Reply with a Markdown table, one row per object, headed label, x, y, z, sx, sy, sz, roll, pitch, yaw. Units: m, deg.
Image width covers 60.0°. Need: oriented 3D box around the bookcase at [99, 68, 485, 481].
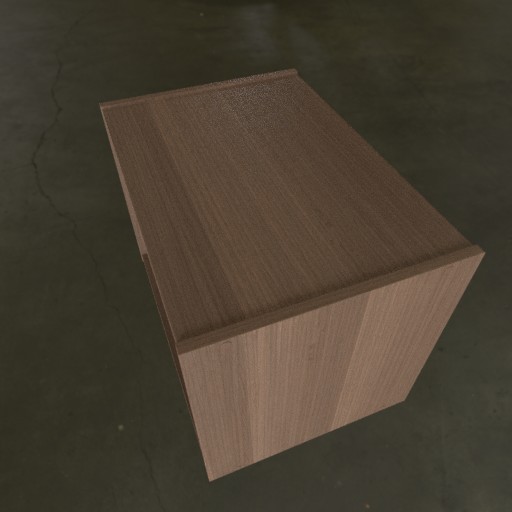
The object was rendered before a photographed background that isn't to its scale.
| label | x | y | z | sx | sy | sz | roll | pitch | yaw |
| --- | --- | --- | --- | --- | --- | --- | --- | --- | --- |
| bookcase | 0.000 | 0.000 | 0.614 | 0.290 | 0.305 | 0.415 | -16 | 49 | -15 |
